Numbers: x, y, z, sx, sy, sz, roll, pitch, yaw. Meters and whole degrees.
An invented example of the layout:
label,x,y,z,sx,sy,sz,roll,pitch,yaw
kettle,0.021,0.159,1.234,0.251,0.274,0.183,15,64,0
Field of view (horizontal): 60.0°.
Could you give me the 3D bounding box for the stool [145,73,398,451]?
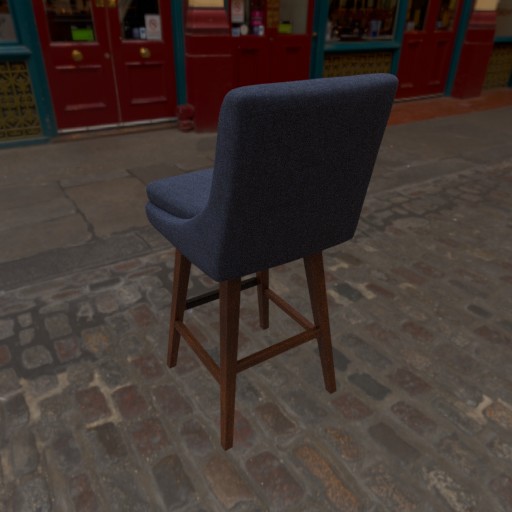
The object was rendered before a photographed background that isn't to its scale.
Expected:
label,x,y,z,sx,sy,sz,roll,pitch,yaw
stool,0.000,0.000,1.354,0.489,1.068,0.572,-17,33,-28
